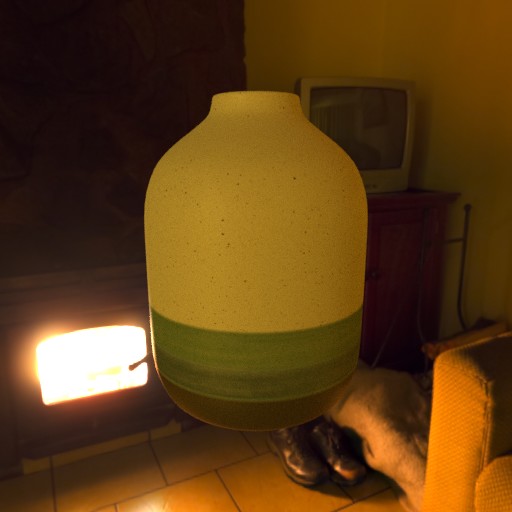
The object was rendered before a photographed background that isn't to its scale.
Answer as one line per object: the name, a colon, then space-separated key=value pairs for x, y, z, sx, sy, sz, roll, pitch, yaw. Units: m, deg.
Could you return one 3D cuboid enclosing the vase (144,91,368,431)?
vase: x=0.000 y=0.000 z=0.352 sx=0.169 sy=0.240 sz=0.169 roll=0 pitch=13 yaw=0
